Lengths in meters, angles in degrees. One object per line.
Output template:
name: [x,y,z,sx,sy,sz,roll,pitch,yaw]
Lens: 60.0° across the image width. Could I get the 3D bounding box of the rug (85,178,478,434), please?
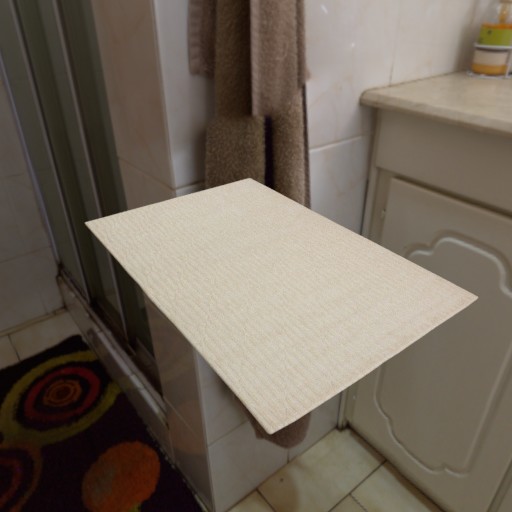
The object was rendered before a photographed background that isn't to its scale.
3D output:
rug: [0.000,0.000,2.373,1.238,0.014,1.848,-21,37,-30]
